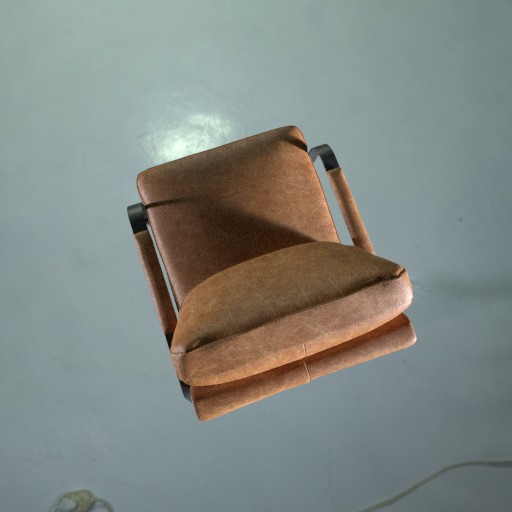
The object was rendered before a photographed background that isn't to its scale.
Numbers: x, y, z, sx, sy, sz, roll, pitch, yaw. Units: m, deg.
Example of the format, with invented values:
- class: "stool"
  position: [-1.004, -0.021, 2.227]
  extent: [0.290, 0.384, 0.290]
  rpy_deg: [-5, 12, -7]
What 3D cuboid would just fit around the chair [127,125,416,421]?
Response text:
- class: "chair"
  position: [0.000, 0.000, 1.373]
  extent: [0.651, 0.777, 0.801]
  rpy_deg: [-19, 75, -5]
